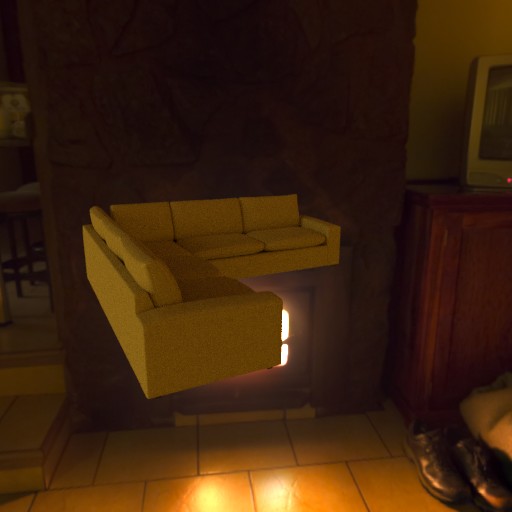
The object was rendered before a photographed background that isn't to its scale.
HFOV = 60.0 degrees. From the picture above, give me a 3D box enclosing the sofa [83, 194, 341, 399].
[{"bbox_3d":[0.000,0.000,4.152,2.742,0.800,2.622,-7,16,-26],"label":"sofa"}]
